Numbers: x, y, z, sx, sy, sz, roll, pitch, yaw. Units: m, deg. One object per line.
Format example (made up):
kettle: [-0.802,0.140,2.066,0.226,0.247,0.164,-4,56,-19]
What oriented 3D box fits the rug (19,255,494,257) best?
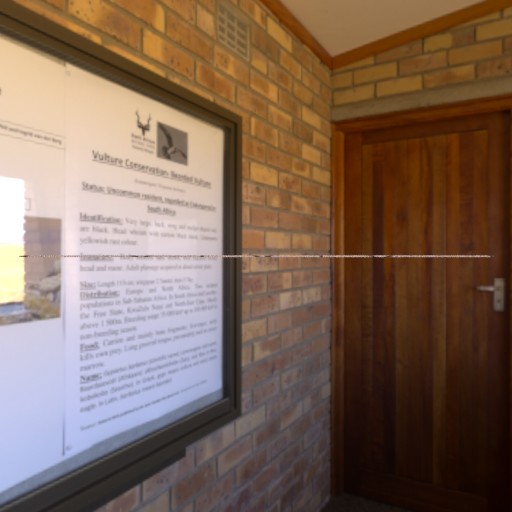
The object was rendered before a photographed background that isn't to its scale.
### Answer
rug: [0.000,0.000,3.055,2.465,0.008,1.526,0,0,-1]
